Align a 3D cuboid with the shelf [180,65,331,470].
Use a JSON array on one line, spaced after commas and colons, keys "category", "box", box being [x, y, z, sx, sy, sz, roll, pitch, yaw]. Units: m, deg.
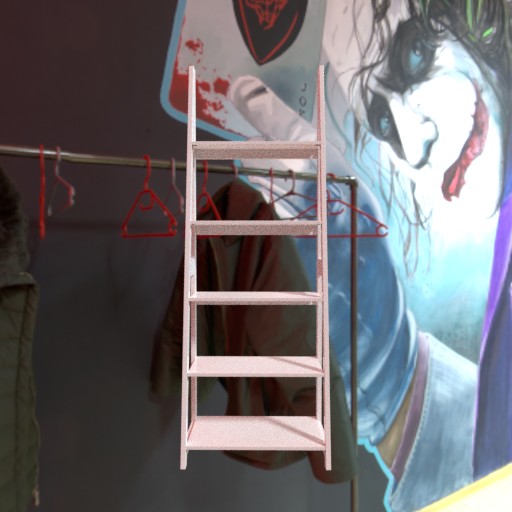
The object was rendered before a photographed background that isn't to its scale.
[{"category": "shelf", "box": [0.000, 0.000, 1.997, 0.636, 1.779, 0.341, 0, 2, 1]}]
